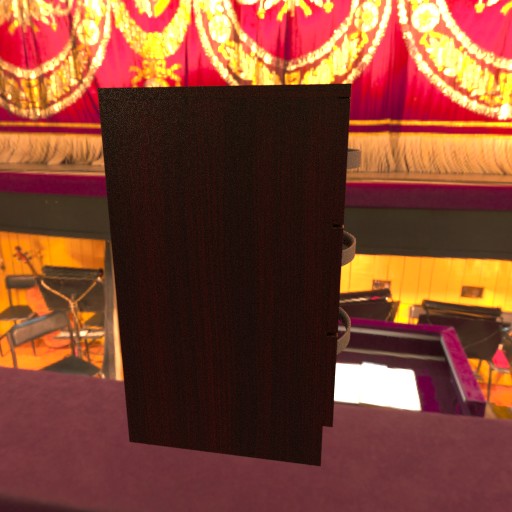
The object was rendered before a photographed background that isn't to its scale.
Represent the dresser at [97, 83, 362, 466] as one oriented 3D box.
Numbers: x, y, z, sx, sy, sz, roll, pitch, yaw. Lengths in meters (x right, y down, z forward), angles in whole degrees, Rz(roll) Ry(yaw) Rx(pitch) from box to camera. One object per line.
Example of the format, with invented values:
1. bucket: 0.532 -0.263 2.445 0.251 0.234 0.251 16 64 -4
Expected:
1. dresser: 0.000 0.000 0.827 0.360 0.560 0.400 3 16 10
